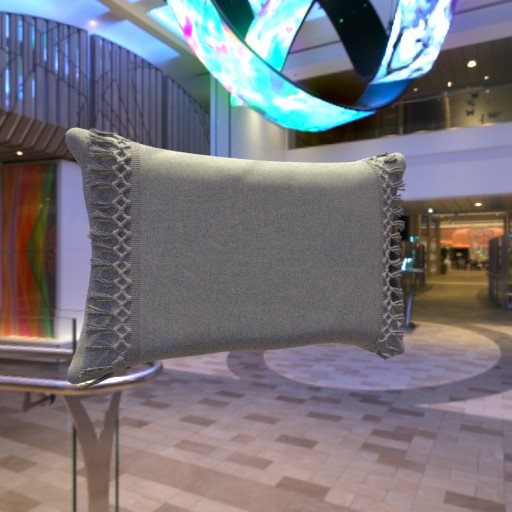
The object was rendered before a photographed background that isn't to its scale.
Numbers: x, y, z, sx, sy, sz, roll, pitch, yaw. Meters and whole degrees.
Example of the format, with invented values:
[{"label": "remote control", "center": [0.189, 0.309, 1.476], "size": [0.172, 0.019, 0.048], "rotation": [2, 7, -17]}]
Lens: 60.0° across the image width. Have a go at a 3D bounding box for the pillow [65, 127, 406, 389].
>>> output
[{"label": "pillow", "center": [0.000, 0.000, 0.586], "size": [0.466, 0.305, 0.084], "rotation": [0, 0, -17]}]
